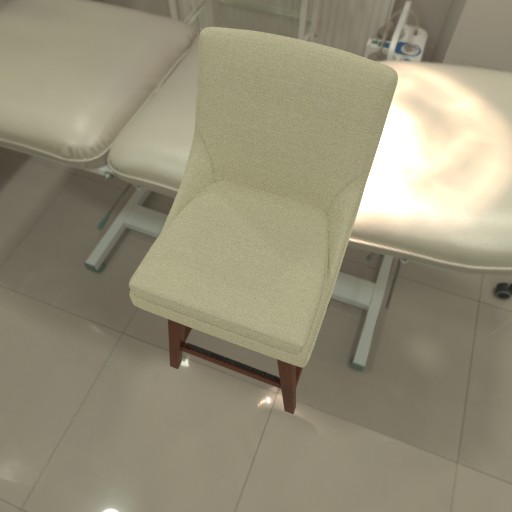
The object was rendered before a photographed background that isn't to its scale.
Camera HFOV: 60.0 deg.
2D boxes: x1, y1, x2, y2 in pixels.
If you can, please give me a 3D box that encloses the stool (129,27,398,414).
[{"bbox_3d":[0.000,0.000,1.252,0.469,0.991,0.559,18,60,11],"label":"stool"}]
